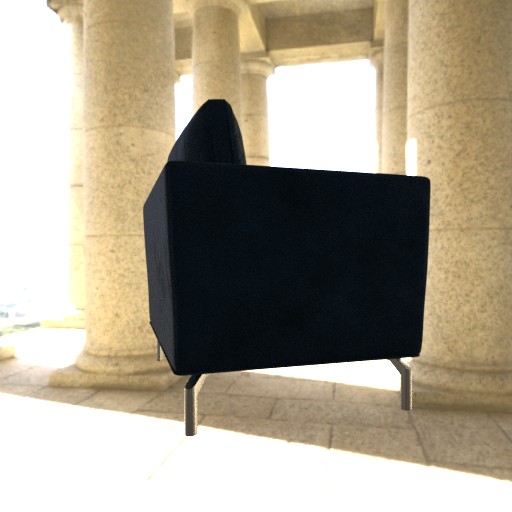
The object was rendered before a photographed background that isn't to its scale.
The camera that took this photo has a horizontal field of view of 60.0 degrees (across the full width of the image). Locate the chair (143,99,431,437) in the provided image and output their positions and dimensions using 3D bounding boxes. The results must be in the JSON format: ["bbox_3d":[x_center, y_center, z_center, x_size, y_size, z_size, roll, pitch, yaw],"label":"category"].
[{"bbox_3d":[0.000,0.000,1.597,0.746,0.893,0.977,0,0,-17],"label":"chair"}]
